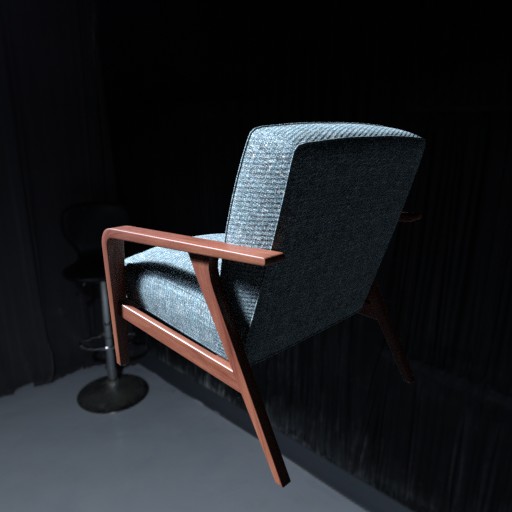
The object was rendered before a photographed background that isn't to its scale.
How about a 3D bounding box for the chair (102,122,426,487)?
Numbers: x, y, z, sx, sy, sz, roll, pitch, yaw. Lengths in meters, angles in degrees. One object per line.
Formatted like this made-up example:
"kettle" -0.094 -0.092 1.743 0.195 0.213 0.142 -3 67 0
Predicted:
"chair" 0.000 0.000 1.499 0.719 0.864 0.889 -15 22 -42
